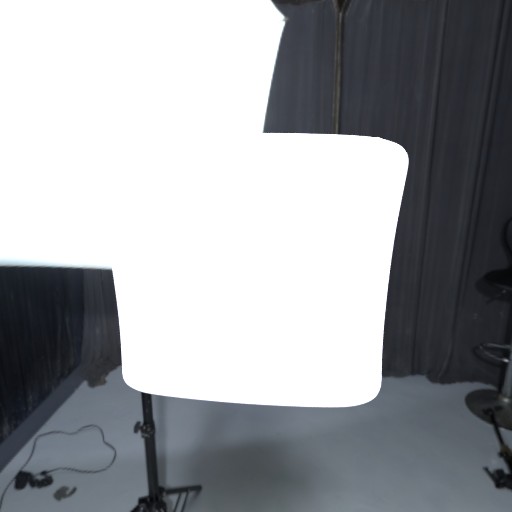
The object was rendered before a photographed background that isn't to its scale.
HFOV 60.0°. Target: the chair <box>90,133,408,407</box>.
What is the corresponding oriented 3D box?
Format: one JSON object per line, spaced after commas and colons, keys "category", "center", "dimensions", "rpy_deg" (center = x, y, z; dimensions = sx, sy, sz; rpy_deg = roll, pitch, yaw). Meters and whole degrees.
{"category": "chair", "center": [0.000, 0.000, 1.355], "dimensions": [0.790, 0.720, 0.700], "rpy_deg": [2, 15, 7]}
